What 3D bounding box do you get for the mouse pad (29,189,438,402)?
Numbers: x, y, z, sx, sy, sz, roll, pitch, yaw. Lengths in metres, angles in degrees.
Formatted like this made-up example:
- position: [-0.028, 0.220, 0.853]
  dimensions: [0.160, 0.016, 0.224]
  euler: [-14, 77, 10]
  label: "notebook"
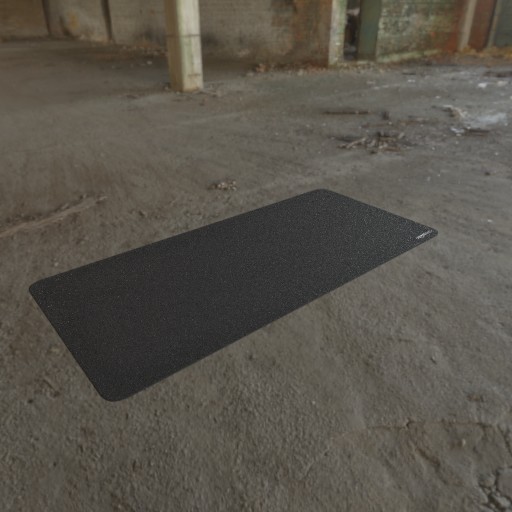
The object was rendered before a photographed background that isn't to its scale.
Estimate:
- position: [0.000, 0.000, 1.038]
  dimensions: [0.907, 0.003, 0.424]
  euler: [-22, 36, -34]
  label: "mouse pad"
